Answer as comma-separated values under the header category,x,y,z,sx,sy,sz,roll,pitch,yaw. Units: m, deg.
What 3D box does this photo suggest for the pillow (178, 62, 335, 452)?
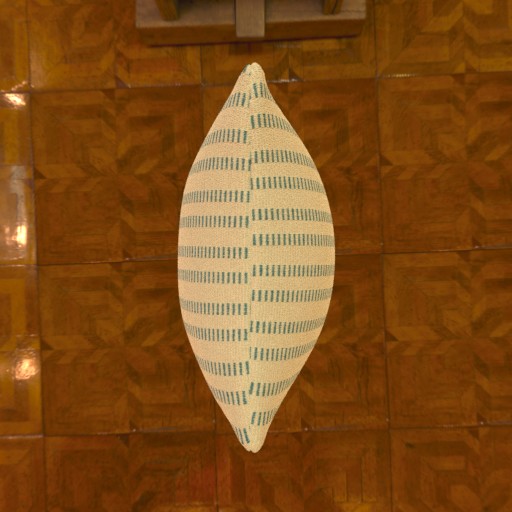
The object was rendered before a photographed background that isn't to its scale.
category,x,y,z,sx,sy,sz,roll,pitch,yaw
pillow,0.000,0.000,0.692,0.247,0.419,0.438,0,90,1
